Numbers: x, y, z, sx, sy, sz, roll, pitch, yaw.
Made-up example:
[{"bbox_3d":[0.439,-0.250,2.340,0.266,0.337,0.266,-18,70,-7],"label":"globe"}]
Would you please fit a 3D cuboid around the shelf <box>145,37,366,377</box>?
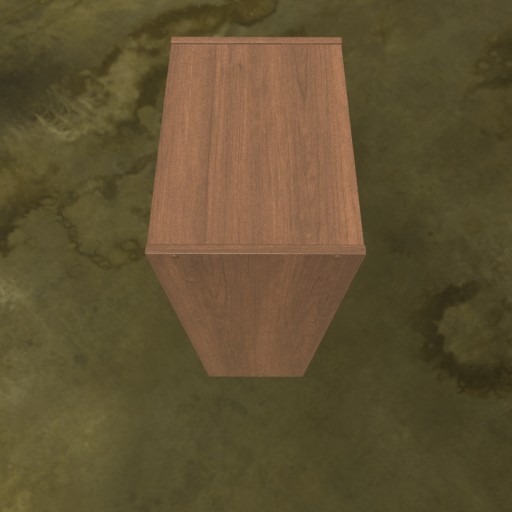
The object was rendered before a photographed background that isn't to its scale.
[{"bbox_3d":[0.000,0.000,1.066,0.290,0.879,0.414,0,65,0],"label":"shelf"}]
